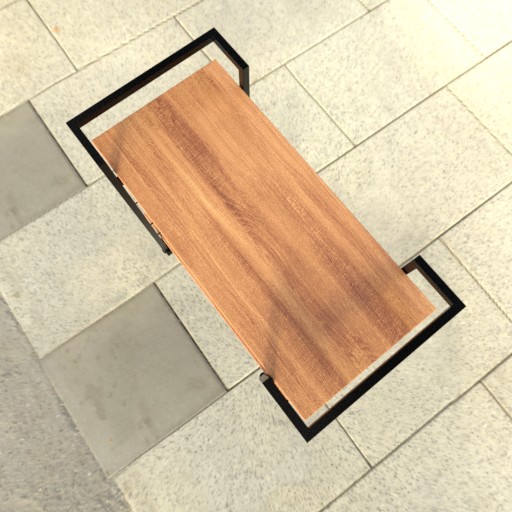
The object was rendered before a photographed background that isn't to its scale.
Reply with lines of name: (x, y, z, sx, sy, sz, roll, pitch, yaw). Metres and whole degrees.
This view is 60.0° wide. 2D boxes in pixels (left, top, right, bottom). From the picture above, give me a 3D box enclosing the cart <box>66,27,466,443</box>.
cart: (0.000, 0.000, 1.264, 0.406, 0.762, 0.806, -37, 78, -9)
